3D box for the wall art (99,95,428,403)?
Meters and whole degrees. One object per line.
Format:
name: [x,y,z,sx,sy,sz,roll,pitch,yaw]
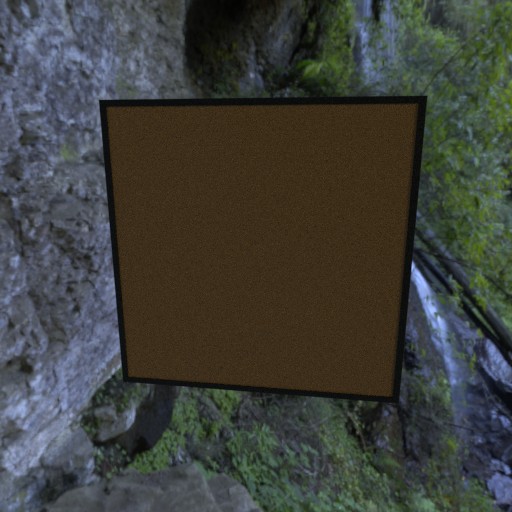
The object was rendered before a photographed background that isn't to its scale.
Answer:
wall art: [0.000,0.000,1.135,0.763,0.763,0.039,2,15,8]
